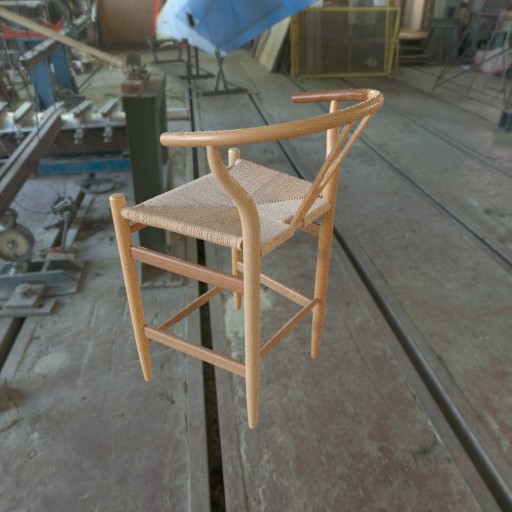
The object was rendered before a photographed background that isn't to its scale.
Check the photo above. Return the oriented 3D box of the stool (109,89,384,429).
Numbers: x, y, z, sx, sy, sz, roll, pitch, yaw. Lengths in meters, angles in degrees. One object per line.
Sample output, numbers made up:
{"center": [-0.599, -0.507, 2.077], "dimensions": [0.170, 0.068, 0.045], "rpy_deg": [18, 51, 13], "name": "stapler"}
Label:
{"center": [0.000, 0.000, 1.274], "dimensions": [0.575, 0.923, 0.536], "rpy_deg": [21, 37, 31], "name": "stool"}
